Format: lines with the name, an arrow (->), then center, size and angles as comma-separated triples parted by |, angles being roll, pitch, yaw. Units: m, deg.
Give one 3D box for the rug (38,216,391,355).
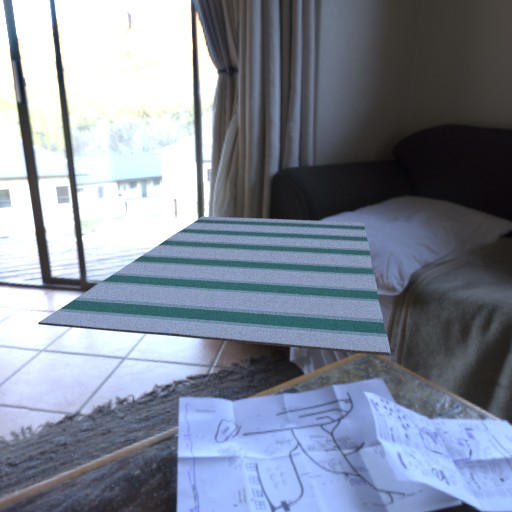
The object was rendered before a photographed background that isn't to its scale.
rug -> 0.000, 0.000, 2.985 | 1.521, 0.015, 2.436 | 3, 17, 10
